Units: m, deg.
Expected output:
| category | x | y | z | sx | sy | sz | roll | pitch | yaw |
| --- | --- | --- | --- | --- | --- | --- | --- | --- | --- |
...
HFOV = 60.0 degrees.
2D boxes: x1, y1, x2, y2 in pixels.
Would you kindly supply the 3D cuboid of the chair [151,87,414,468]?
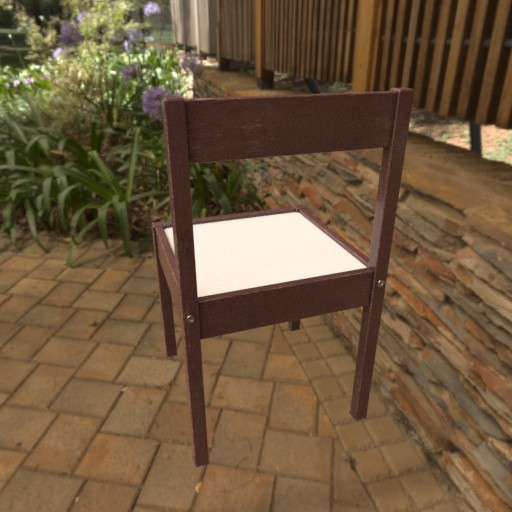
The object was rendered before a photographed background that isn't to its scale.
| category | x | y | z | sx | sy | sz | roll | pitch | yaw |
| --- | --- | --- | --- | --- | --- | --- | --- | --- | --- |
| chair | 0.000 | 0.000 | 0.691 | 0.285 | 0.505 | 0.285 | -9 | 27 | -17 |
